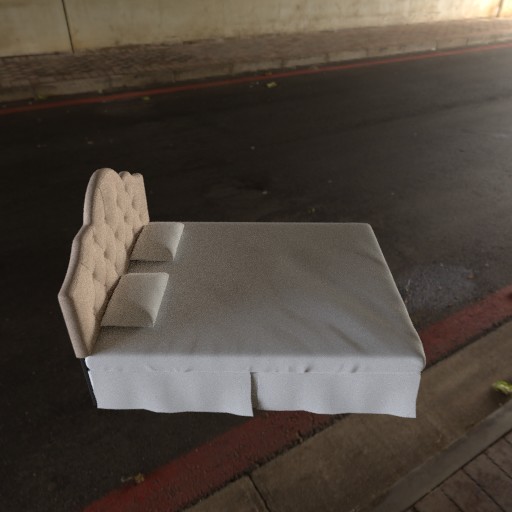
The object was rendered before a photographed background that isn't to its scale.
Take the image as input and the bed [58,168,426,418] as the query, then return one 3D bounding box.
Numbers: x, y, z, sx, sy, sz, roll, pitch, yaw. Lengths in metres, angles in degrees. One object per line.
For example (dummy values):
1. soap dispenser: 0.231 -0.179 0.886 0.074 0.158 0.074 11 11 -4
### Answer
1. bed: 0.000 0.000 2.989 1.970 1.194 1.667 0 33 1
